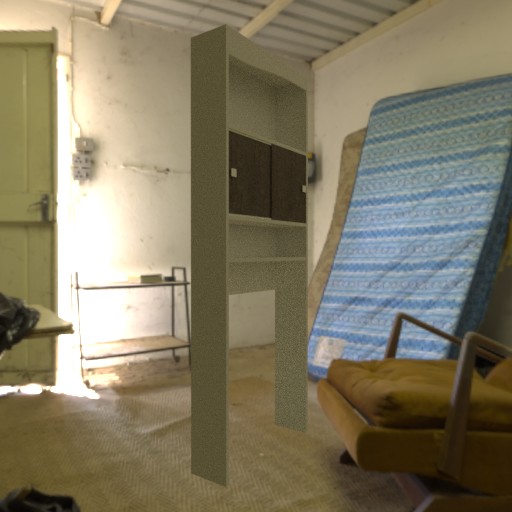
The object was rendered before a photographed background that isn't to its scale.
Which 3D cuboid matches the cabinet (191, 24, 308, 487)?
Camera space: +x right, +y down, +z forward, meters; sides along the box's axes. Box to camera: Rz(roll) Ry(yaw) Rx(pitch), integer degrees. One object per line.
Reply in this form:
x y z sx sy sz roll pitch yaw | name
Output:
0.000 0.000 2.007 0.192 1.770 0.643 0 1 35 | cabinet
